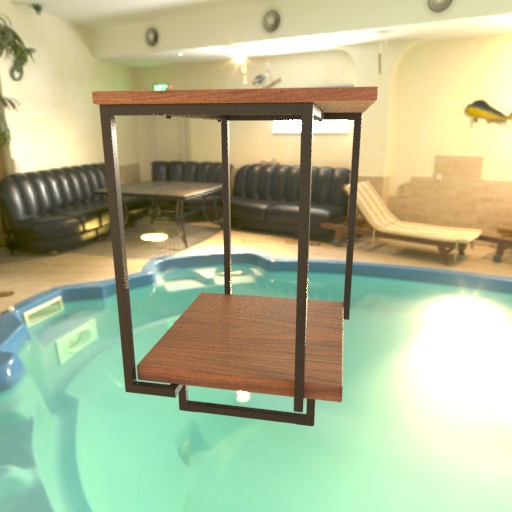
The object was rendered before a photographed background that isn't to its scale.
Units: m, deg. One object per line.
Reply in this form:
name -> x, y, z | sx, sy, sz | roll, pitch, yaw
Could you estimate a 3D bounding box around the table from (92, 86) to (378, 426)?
table -> 0.000, 0.000, 0.849 | 0.384, 0.567, 0.411 | 3, 16, 11
